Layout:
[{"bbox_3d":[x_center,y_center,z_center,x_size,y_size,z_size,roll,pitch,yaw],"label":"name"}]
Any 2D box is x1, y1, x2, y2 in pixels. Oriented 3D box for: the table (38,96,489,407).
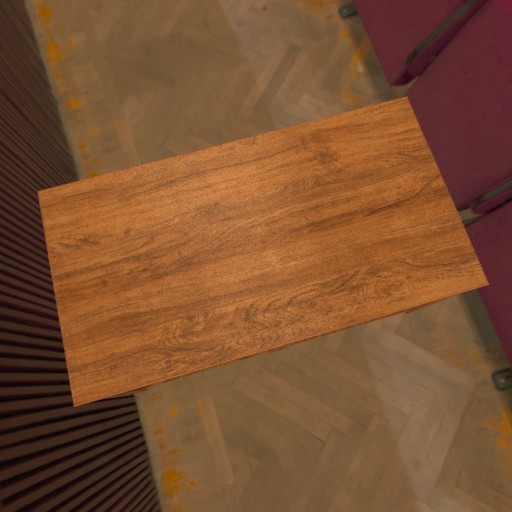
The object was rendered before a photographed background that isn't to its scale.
[{"bbox_3d":[0.000,0.000,1.482,1.150,0.480,0.635,-16,75,-4],"label":"table"}]
